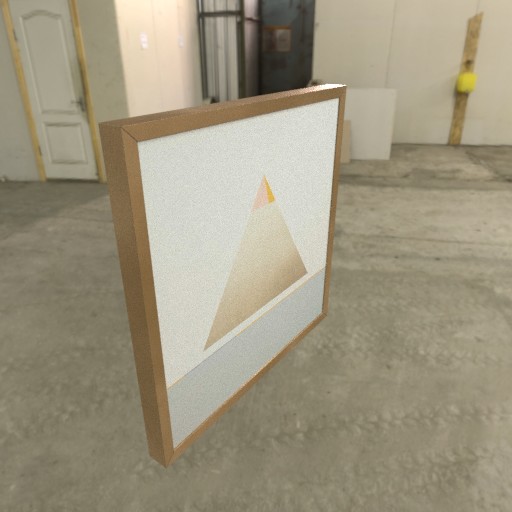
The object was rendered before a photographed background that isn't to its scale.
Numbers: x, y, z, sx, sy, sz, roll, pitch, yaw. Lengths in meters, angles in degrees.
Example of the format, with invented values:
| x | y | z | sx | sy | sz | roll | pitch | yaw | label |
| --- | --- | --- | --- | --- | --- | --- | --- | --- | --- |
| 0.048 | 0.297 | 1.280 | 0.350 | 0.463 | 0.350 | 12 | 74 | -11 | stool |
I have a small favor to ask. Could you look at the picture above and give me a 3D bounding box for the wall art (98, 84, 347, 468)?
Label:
| x | y | z | sx | sy | sz | roll | pitch | yaw | label |
| --- | --- | --- | --- | --- | --- | --- | --- | --- | --- |
| 0.000 | 0.000 | 0.759 | 0.038 | 0.511 | 0.513 | 18 | 32 | 32 | wall art |
